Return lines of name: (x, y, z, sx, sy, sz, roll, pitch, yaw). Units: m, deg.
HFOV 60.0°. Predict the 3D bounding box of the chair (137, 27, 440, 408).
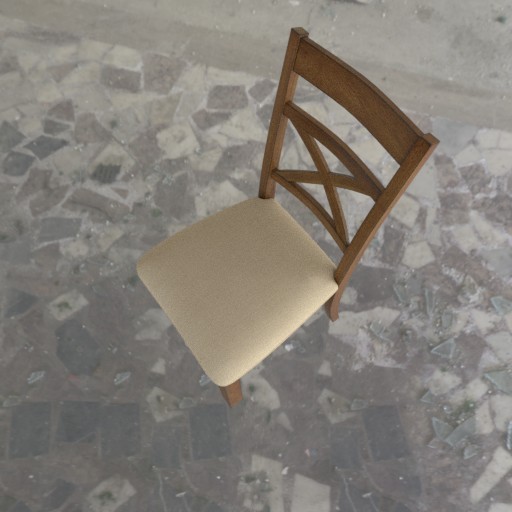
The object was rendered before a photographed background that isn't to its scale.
chair: (0.000, 0.000, 1.239, 0.581, 0.949, 0.461, -34, 68, -16)
